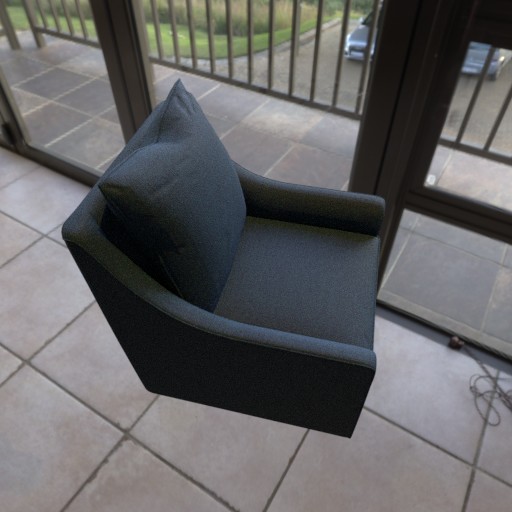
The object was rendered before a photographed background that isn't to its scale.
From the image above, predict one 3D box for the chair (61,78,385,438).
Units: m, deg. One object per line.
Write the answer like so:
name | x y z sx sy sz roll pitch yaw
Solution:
chair | 0.000 0.000 1.543 0.870 0.939 0.750 10 47 9
